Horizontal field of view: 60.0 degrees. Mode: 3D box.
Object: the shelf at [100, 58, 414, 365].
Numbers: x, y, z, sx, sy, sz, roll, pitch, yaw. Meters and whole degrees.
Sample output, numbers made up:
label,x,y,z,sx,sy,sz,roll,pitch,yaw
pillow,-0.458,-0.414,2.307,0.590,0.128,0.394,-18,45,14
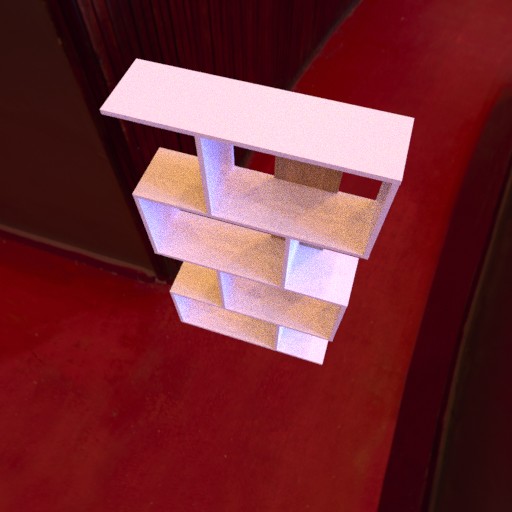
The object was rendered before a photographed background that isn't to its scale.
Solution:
label,x,y,z,sx,sy,sz,roll,pitch,yaw
shelf,0.000,0.000,2.012,0.890,1.650,0.250,15,61,9
